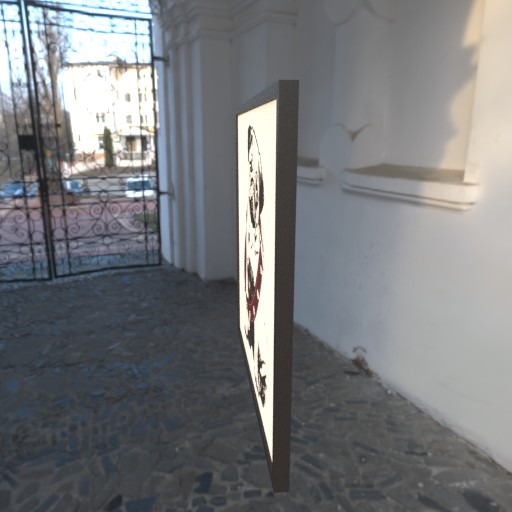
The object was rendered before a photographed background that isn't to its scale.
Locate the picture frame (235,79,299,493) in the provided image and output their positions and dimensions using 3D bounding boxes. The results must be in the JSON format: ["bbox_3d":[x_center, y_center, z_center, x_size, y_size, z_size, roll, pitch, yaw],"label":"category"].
[{"bbox_3d":[0.000,0.000,1.158,0.032,0.775,0.775,-2,15,-7],"label":"picture frame"}]
